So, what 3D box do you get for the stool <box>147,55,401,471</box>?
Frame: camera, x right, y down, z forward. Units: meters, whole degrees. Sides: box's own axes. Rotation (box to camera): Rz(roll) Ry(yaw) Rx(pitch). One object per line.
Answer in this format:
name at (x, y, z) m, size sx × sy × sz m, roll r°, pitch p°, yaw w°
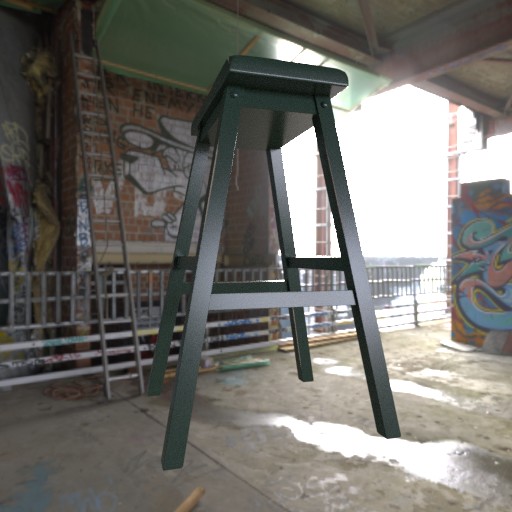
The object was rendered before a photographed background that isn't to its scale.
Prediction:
stool at (0.000, 0.000, 1.047) m, size 0.476 × 0.737 × 0.457 m, roll 0°, pitch 0°, yaw -17°
